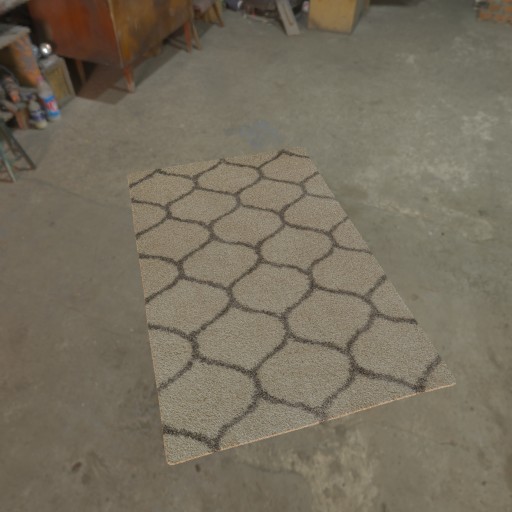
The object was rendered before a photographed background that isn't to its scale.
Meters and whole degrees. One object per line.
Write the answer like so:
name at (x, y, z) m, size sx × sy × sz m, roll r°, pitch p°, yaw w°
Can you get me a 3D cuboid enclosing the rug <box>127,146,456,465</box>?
rug at (0.000, 0.000, 2.939) m, size 1.501 × 0.024 × 2.348 m, roll -11°, pitch 47°, yaw -11°
